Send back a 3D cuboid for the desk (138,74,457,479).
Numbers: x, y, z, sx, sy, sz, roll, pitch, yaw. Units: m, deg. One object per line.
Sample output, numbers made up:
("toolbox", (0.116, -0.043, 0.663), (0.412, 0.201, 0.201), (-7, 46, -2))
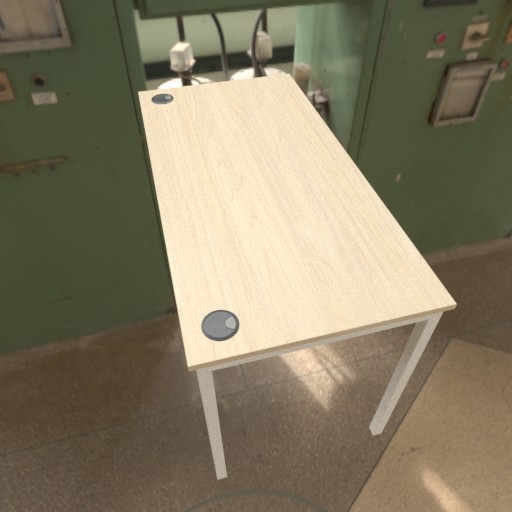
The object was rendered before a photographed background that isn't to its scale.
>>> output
("desk", (0.000, 0.000, 1.596), (0.600, 0.750, 1.200), (-11, 47, -10))
